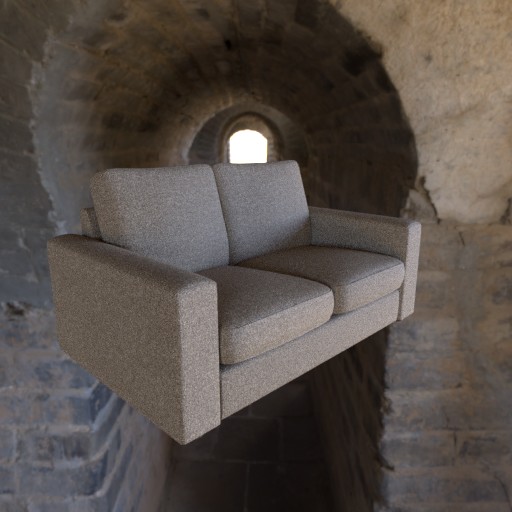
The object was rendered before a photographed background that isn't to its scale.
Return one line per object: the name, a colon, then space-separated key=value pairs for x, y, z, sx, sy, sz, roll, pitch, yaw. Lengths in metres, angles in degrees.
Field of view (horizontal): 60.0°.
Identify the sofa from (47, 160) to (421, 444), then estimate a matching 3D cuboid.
sofa: x=0.000 y=0.000 z=2.187 sx=1.016 sy=0.873 sz=1.616 roll=14 pitch=20 yaw=43
